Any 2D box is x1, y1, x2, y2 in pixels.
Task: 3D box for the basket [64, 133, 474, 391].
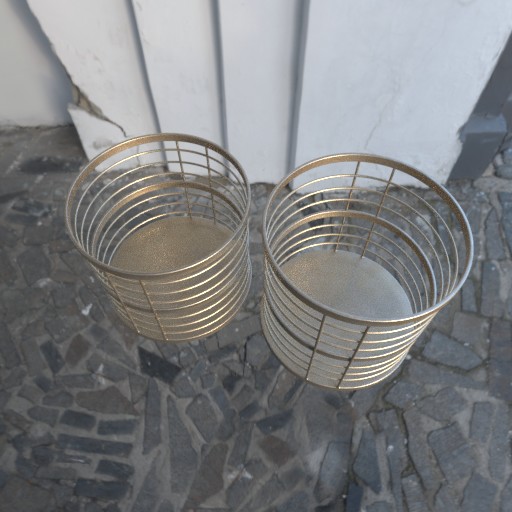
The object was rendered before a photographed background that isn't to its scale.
[{"bbox_3d":[0.000,0.000,0.931,0.746,0.351,0.356,14,58,9],"label":"basket"}]
